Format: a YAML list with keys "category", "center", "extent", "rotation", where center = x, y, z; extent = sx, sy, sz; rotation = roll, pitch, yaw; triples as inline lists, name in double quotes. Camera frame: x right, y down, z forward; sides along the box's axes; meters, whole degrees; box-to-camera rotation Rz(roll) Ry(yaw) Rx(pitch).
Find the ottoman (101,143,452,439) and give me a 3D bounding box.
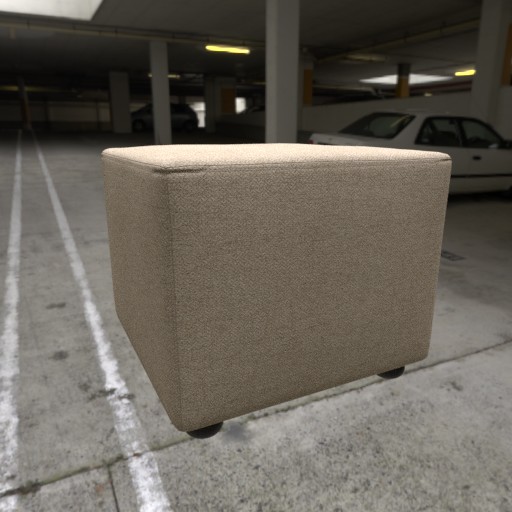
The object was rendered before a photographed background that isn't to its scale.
- category: "ottoman"
  center: [0.000, 0.000, 0.891]
  extent: [0.508, 0.432, 0.508]
  rotation: [-8, 17, -26]
